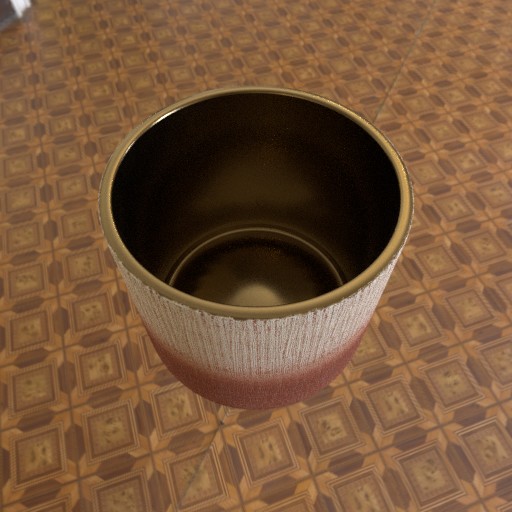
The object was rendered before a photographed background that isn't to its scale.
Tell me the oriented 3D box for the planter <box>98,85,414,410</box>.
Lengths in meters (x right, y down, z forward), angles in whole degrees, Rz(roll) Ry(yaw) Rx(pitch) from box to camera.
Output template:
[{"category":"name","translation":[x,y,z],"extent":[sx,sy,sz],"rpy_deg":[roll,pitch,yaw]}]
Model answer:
[{"category":"planter","translation":[0.000,0.000,0.445],"extent":[0.254,0.221,0.254],"rpy_deg":[0,56,0]}]
